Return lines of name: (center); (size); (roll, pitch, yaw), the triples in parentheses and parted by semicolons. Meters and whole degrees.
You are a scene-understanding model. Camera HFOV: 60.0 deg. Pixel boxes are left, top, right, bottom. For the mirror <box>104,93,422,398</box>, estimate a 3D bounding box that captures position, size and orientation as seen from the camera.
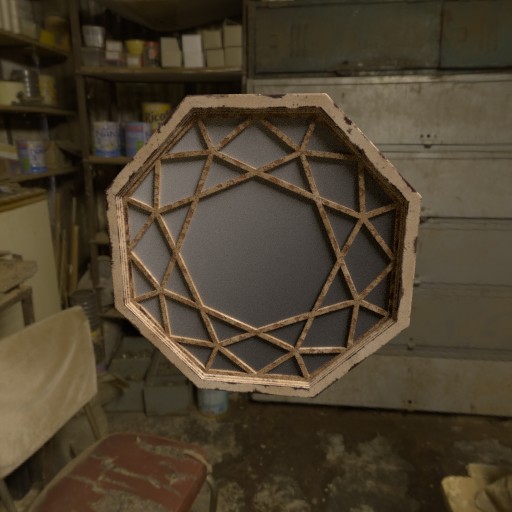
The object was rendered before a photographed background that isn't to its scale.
mirror: (0.000, 0.000, 0.945); (0.648, 0.648, 0.031); (2, 16, 8)
